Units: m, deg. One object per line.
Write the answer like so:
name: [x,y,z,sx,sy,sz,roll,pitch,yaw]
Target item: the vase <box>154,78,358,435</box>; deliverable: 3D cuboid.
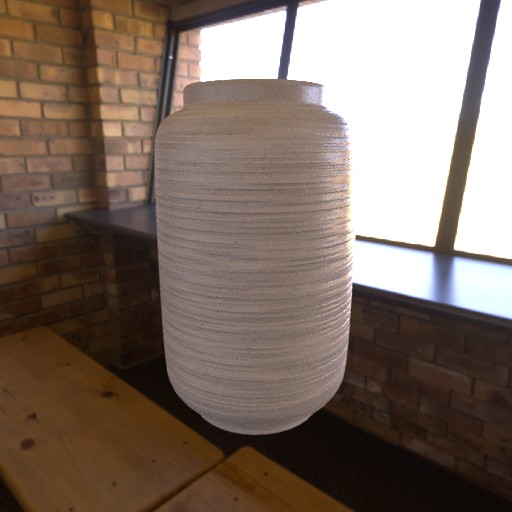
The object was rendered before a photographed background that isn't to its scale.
vase: [0.000,0.000,0.469,0.202,0.335,0.202,0,15,0]
